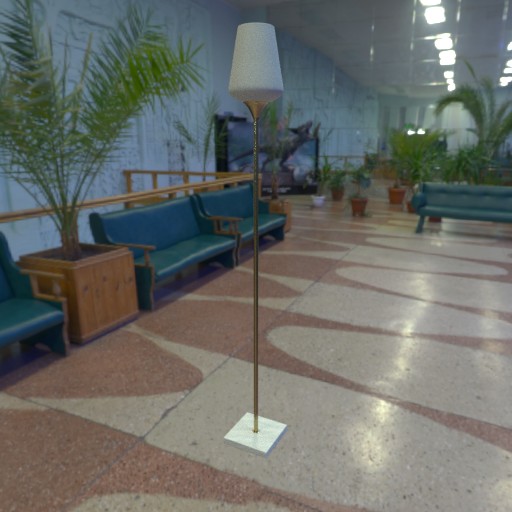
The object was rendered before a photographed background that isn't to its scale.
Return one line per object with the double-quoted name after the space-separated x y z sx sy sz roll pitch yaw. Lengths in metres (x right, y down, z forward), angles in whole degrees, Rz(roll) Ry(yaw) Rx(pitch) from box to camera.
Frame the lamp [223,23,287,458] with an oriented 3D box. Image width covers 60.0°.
0.000 0.000 1.928 0.229 1.813 0.232 7 16 27 "lamp"
